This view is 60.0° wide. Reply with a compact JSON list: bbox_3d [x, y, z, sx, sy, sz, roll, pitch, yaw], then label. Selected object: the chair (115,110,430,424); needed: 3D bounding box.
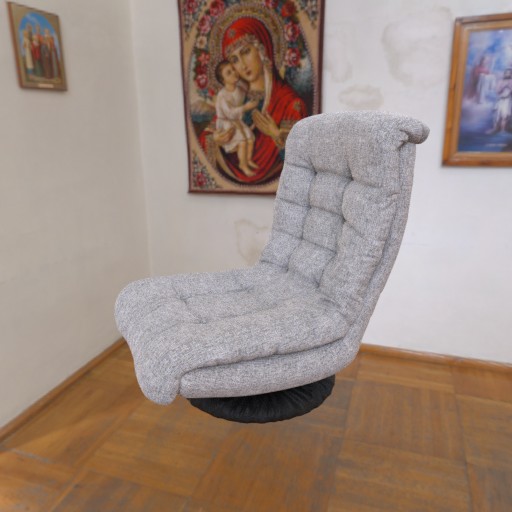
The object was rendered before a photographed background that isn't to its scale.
[{"bbox_3d":[0.000,0.000,0.958,0.583,0.600,0.400,-8,19,-25],"label":"chair"}]
